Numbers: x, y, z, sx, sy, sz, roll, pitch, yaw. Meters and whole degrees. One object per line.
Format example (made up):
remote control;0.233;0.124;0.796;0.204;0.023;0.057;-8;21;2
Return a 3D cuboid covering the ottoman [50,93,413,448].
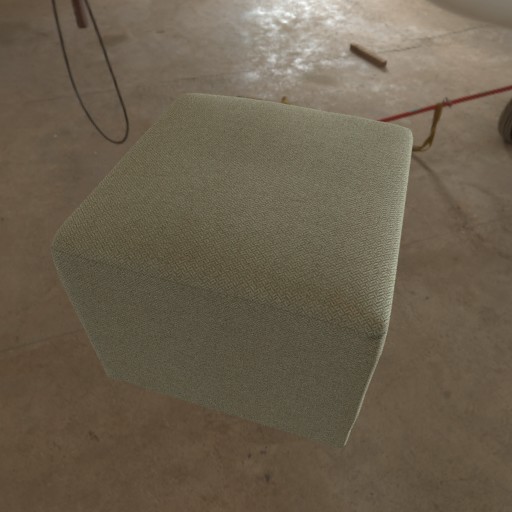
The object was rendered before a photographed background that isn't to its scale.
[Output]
ottoman;0.000;0.000;0.904;0.512;0.453;0.521;13;48;12
